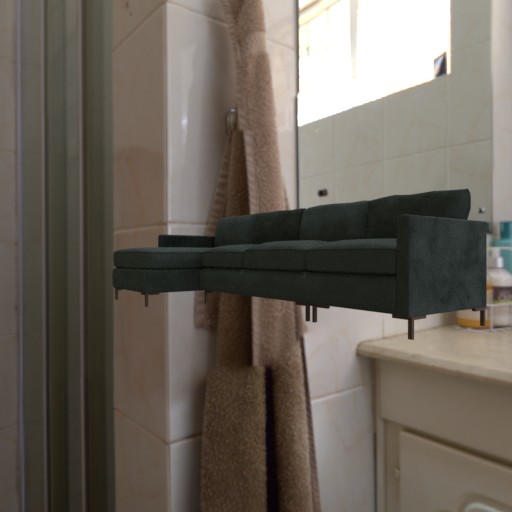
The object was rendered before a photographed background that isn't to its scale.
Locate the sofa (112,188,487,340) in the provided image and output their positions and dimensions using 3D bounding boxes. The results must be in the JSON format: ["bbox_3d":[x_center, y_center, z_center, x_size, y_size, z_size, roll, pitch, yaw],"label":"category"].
[{"bbox_3d":[0.000,0.000,3.996,1.500,0.967,3.400,0,0,-36],"label":"sofa"}]
